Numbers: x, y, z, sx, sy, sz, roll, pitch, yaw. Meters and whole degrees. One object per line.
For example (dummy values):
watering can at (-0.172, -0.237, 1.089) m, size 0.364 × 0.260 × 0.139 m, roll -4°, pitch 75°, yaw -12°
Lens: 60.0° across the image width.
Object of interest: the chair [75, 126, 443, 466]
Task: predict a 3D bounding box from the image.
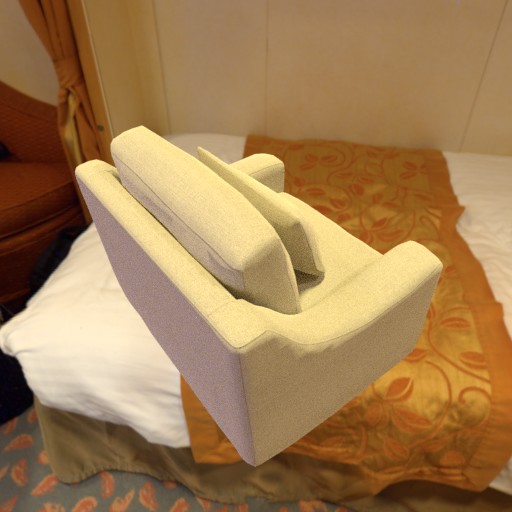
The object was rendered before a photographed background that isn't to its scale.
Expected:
chair at (0.000, 0.000, 1.896) m, size 1.009 × 1.016 × 1.178 m, roll -26°, pitch 47°, yaw -27°
